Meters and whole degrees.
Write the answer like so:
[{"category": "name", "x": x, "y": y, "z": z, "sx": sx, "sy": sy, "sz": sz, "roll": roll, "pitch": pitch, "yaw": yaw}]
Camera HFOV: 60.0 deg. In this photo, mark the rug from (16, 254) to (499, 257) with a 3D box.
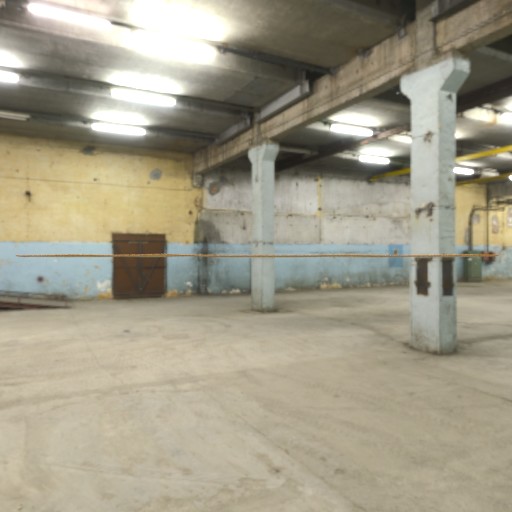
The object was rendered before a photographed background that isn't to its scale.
[{"category": "rug", "x": 0.000, "y": 0.000, "z": 2.450, "sx": 2.294, "sy": 0.014, "sz": 0.704, "roll": 0, "pitch": -1, "yaw": 1}]
